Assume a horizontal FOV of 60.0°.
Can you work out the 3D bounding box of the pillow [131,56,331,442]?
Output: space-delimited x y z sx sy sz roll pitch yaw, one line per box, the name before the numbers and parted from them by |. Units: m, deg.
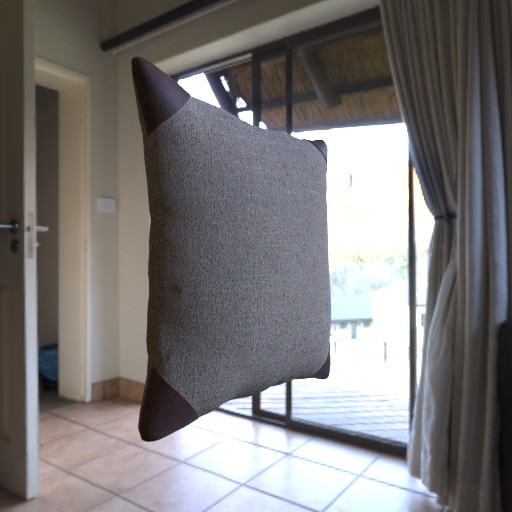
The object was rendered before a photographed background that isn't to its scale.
pillow | 0.000 0.000 0.663 0.147 0.448 0.437 -1 -2 37
